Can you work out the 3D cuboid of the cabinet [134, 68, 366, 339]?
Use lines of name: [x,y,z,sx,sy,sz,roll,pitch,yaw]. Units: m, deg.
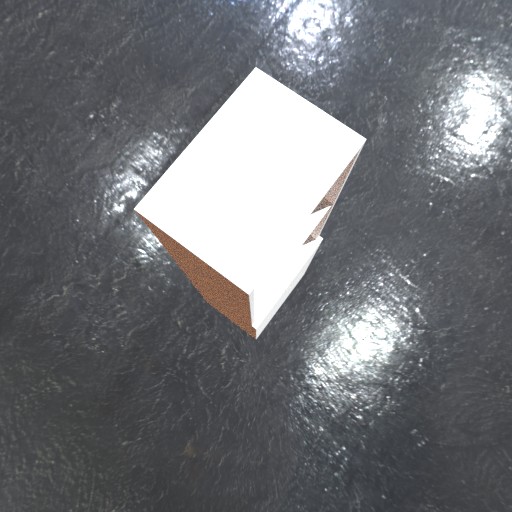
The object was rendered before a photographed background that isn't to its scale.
cabinet: [0.000,0.000,1.543,0.300,1.350,0.400,36,79,8]
